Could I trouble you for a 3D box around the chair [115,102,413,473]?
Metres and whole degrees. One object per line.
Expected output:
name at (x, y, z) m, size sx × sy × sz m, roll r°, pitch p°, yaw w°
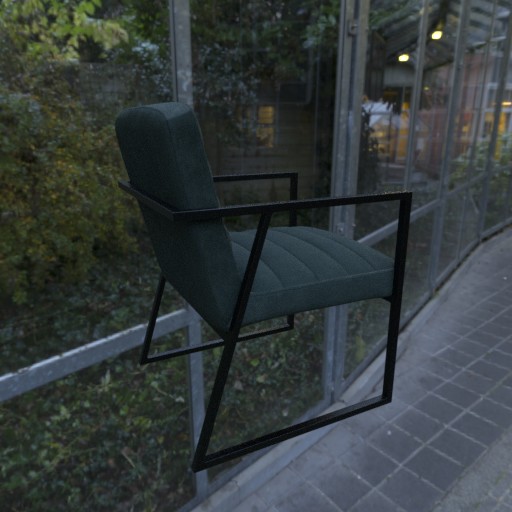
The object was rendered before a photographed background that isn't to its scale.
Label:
chair at (0.000, 0.000, 1.300) m, size 0.677 × 0.833 × 0.571 m, roll -8°, pitch 18°, yaw -26°
